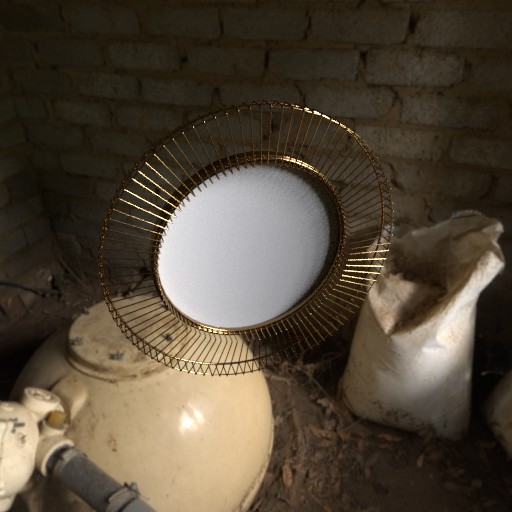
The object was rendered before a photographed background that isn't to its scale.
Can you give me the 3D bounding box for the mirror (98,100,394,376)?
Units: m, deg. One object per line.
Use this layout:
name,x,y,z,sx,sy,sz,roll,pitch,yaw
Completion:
mirror,0.000,0.000,1.048,0.703,0.703,0.067,-10,33,-16
